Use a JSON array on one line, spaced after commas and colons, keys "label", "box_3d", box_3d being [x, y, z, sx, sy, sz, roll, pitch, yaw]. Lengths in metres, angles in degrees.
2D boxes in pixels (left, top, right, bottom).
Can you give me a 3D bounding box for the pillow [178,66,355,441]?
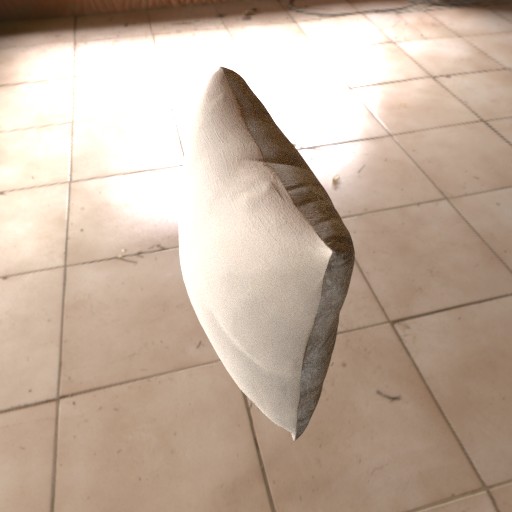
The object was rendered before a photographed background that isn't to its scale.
[{"label": "pillow", "box_3d": [0.000, 0.000, 0.728, 0.245, 0.448, 0.450, -11, 47, -11]}]
